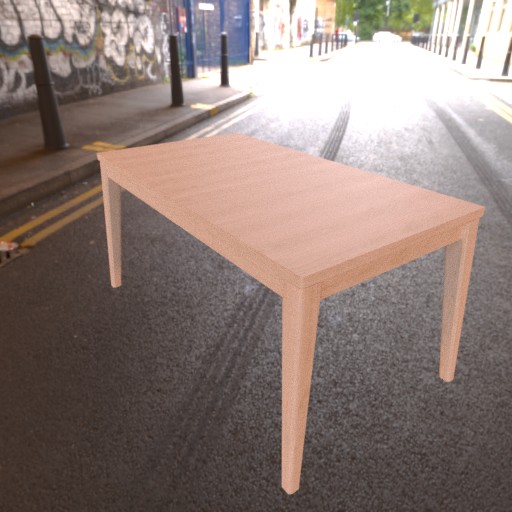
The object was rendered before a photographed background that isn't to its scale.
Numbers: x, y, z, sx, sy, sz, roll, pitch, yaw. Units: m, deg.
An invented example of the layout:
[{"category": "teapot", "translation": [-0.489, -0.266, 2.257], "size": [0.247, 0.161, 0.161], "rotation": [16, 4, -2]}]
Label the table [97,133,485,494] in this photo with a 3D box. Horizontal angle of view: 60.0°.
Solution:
[{"category": "table", "translation": [0.000, 0.000, 2.030], "size": [0.900, 0.760, 1.600], "rotation": [-18, 32, -32]}]
